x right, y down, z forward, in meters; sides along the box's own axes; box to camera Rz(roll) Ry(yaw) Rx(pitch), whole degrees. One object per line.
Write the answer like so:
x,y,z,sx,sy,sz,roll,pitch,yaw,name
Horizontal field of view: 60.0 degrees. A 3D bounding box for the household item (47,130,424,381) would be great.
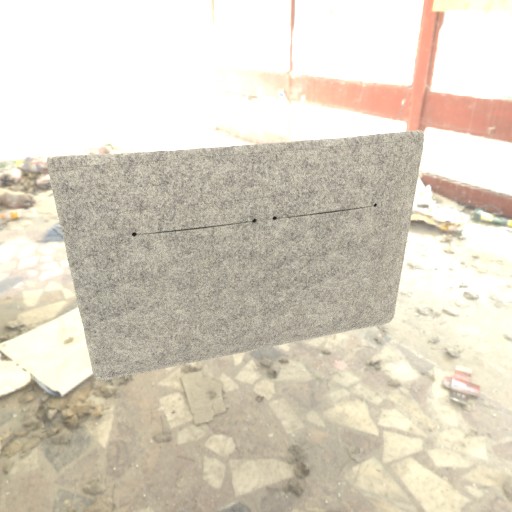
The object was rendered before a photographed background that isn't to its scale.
0.000,0.000,0.433,0.335,0.221,0.057,-8,29,-15,household item
